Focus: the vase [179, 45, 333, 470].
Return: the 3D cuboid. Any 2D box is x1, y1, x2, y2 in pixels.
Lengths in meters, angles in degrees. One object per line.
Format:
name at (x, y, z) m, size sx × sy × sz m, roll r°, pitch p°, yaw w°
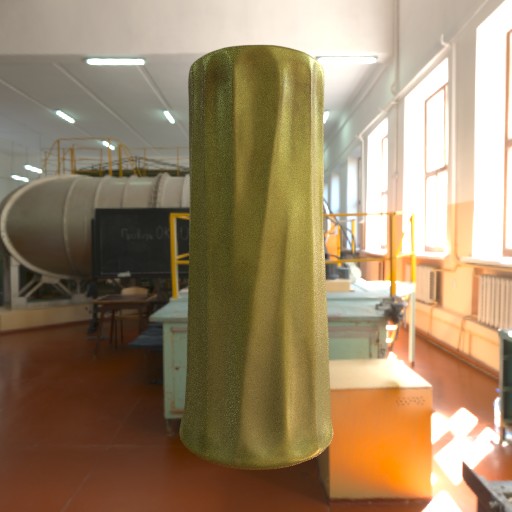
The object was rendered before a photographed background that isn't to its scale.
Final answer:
vase at (0.000, 0.000, 0.175) m, size 0.061 × 0.143 × 0.061 m, roll 0°, pitch 2°, yaw 0°
